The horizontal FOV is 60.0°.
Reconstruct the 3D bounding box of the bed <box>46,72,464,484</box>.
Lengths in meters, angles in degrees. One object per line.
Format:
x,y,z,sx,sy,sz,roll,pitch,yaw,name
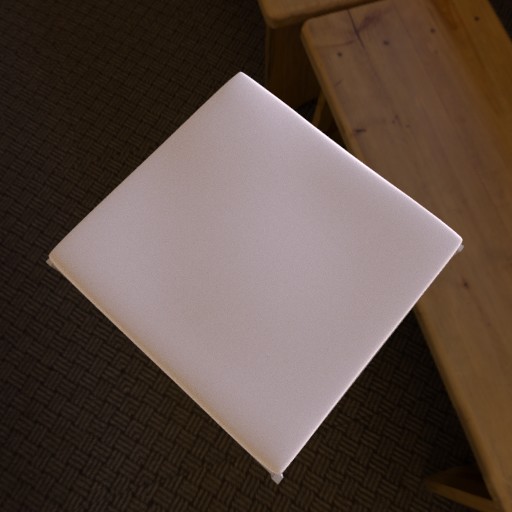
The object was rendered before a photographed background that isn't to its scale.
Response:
0.000,0.000,3.081,2.108,0.510,2.007,40,78,11,bed
